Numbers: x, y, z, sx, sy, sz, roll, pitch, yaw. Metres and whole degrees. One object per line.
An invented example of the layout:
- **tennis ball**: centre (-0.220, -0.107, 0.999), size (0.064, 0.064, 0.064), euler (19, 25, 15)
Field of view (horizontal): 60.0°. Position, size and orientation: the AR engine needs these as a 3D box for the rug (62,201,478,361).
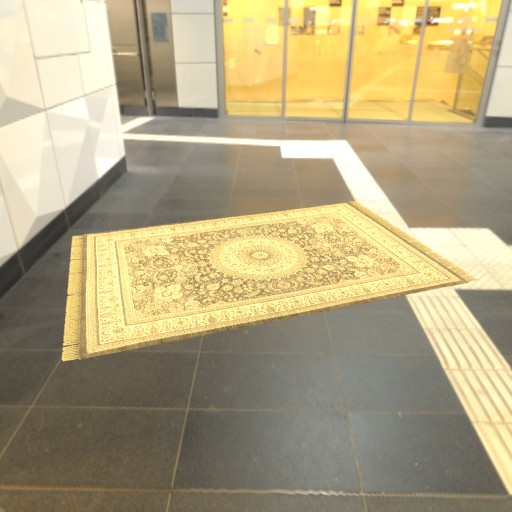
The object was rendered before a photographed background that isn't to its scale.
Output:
- **rug**: centre (0.000, 0.000, 4.313), size (3.422, 0.015, 2.143), euler (-9, 28, -16)
